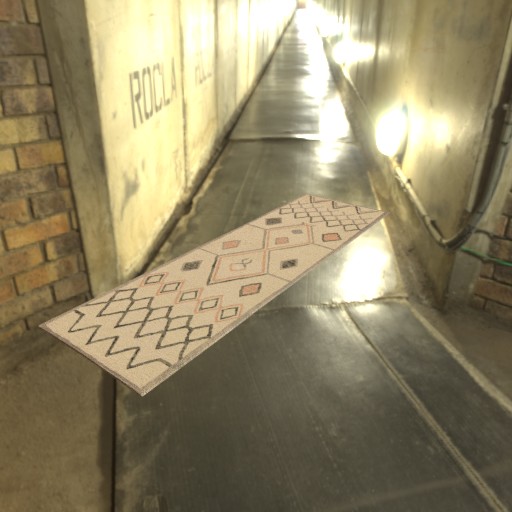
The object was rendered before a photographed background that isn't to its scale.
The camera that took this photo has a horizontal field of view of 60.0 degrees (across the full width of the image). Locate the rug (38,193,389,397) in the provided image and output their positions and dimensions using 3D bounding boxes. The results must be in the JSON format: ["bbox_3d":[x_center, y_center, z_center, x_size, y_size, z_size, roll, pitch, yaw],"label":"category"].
[{"bbox_3d":[0.000,0.000,2.759,0.750,0.011,2.435,19,32,33],"label":"rug"}]
